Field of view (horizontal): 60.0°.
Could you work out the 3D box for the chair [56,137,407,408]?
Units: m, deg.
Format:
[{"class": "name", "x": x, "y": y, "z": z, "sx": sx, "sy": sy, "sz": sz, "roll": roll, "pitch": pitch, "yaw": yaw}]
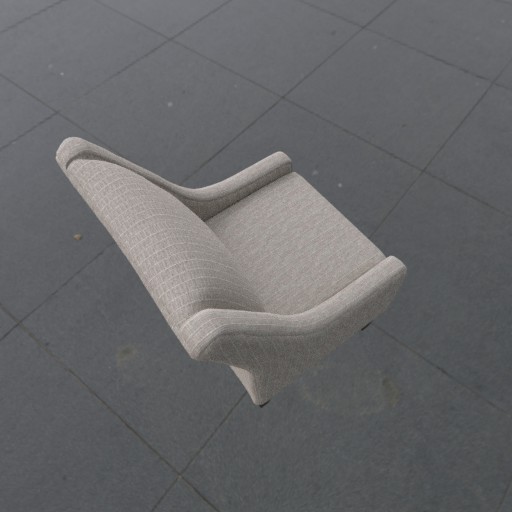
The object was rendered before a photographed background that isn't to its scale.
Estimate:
[{"class": "chair", "x": 0.000, "y": 0.000, "z": 1.620, "sx": 0.870, "sy": 1.014, "sz": 0.774, "roll": -32, "pitch": 63, "yaw": -19}]
